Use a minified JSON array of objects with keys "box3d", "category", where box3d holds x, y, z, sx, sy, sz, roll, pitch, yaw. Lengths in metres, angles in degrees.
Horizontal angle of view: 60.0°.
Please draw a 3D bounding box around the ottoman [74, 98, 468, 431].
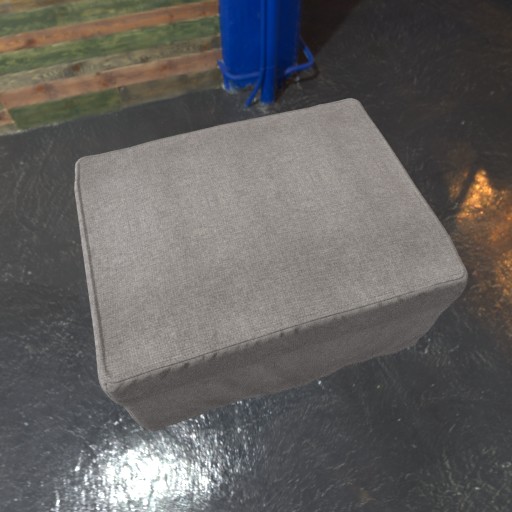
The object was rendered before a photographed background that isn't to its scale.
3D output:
[{"box3d":[0.000,0.000,1.230,0.833,0.492,0.652,-15,59,-9],"category":"ottoman"}]
